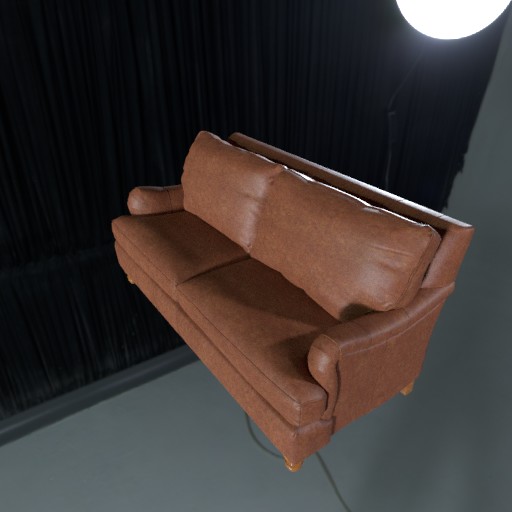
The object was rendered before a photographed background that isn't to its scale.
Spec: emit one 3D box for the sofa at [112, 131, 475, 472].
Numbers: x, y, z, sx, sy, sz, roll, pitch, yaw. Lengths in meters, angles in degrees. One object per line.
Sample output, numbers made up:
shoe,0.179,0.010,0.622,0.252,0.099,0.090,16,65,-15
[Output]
sofa,0.000,0.000,2.758,1.147,1.071,2.144,-20,36,-30
